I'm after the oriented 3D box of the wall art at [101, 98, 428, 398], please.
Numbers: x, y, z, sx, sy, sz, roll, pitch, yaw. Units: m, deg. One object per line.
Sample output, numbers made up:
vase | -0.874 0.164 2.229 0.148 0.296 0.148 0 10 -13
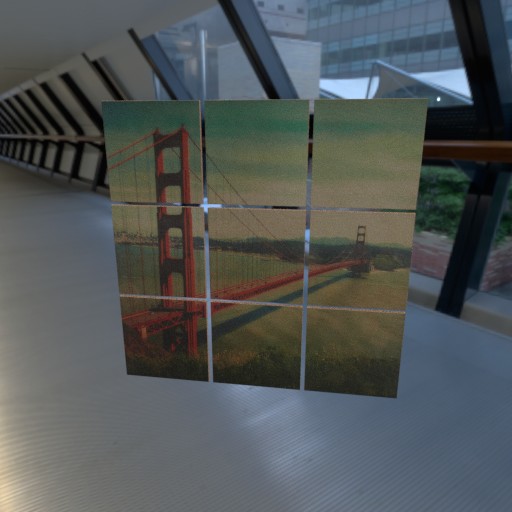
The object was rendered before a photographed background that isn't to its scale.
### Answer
wall art | 0.000 0.000 1.368 0.917 0.910 0.012 3 17 8
